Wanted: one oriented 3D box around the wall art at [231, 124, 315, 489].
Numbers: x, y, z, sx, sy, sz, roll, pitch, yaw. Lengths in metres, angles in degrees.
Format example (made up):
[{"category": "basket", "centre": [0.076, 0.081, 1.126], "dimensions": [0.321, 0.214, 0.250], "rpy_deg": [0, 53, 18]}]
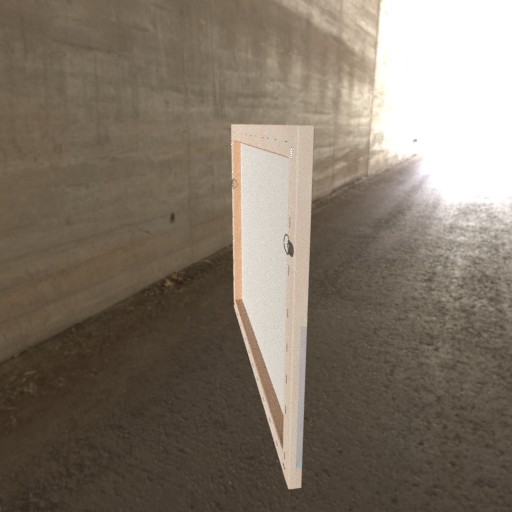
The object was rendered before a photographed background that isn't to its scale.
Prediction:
[{"category": "wall art", "centre": [0.000, 0.000, 1.604], "dimensions": [0.042, 0.912, 1.219], "rpy_deg": [-3, 17, -9]}]
